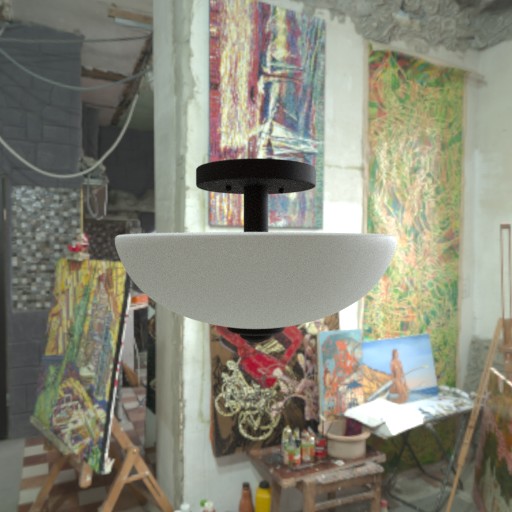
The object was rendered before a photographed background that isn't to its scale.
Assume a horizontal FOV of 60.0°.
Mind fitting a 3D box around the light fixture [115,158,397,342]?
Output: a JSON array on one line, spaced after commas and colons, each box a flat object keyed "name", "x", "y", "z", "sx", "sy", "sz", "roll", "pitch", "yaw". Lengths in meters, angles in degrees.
[{"name": "light fixture", "x": 0.000, "y": 0.000, "z": 0.546, "sx": 0.331, "sy": 0.212, "sz": 0.331, "roll": 0, "pitch": 1, "yaw": 0}]
